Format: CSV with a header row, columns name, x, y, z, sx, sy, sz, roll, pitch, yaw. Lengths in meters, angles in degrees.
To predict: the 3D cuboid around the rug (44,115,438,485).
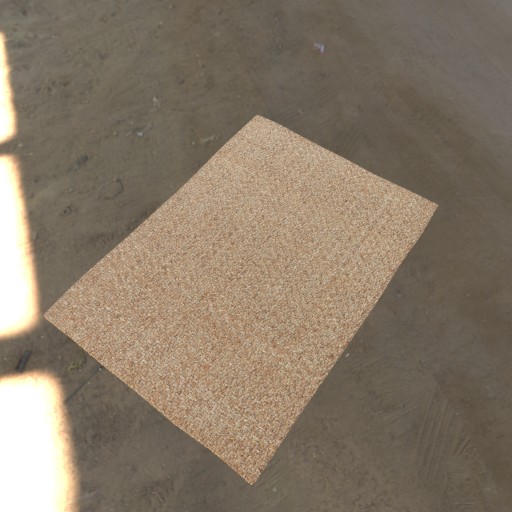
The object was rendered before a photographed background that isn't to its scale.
name,x,y,z,sx,sy,sz,roll,pitch,yaw
rug,0.000,0.000,2.819,1.566,0.013,2.141,32,64,18
